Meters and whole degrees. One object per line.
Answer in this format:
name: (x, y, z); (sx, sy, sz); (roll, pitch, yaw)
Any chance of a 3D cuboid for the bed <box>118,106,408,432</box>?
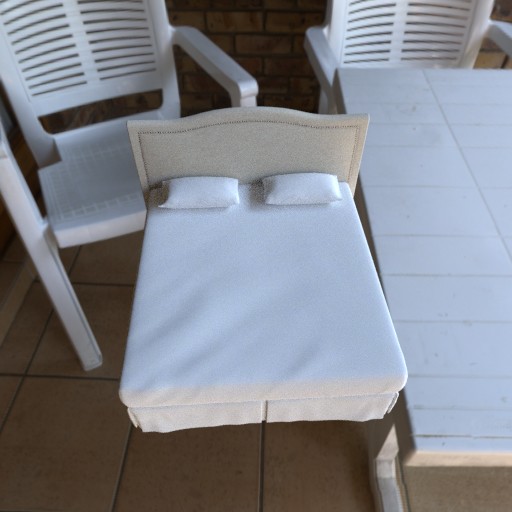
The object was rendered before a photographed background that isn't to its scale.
bed: (0.000, 0.000, 3.530); (2.083, 1.421, 2.182); (-2, 47, -2)
